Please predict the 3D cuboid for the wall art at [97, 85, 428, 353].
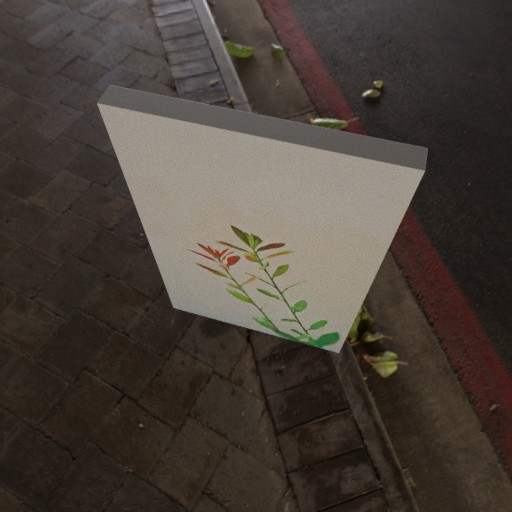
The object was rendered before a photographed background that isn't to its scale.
[{"bbox_3d":[0.000,0.000,0.800,0.408,0.611,0.038,14,59,8],"label":"wall art"}]
